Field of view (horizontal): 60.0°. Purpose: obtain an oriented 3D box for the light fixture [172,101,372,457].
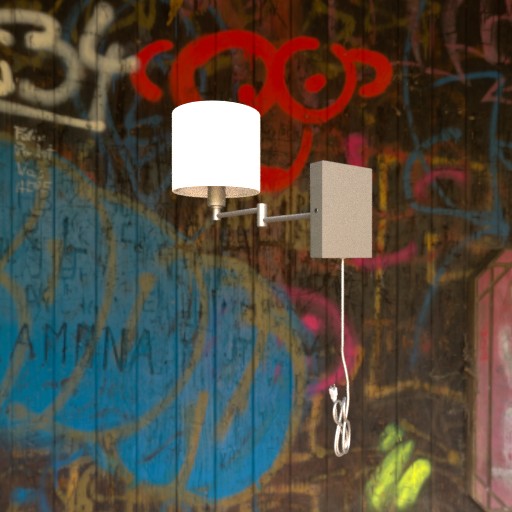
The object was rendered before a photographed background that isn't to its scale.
[{"bbox_3d":[0.000,0.000,0.907,0.203,0.651,0.516,0,0,-36],"label":"light fixture"}]
